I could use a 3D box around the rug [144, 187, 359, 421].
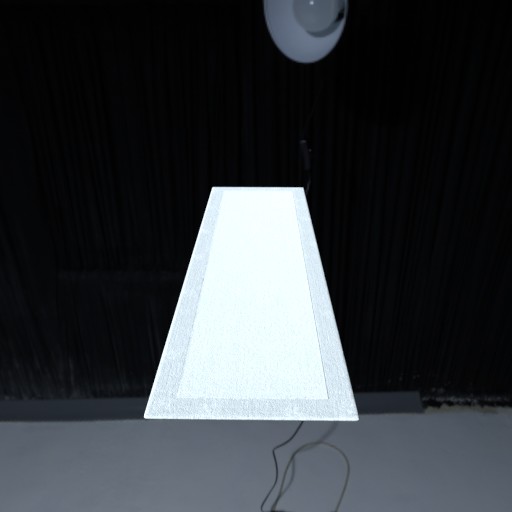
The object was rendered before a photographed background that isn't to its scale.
[{"bbox_3d":[0.000,0.000,2.624,0.759,0.012,2.430,0,28,1],"label":"rug"}]
